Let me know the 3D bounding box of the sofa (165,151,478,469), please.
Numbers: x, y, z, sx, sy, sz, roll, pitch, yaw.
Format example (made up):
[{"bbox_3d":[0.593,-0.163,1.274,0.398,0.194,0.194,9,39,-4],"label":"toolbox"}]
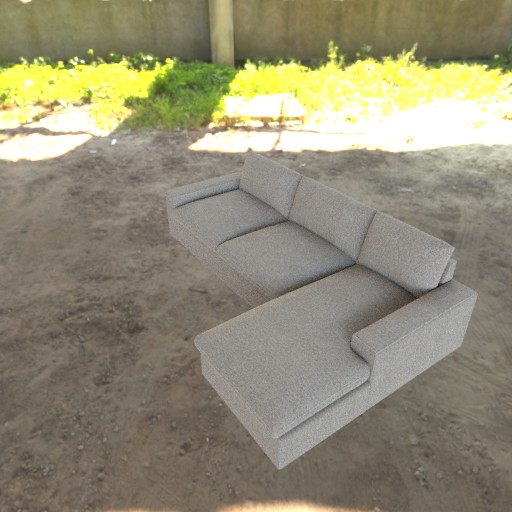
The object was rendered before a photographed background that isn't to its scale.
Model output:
[{"bbox_3d":[0.000,0.000,3.506,1.689,0.813,2.718,-20,37,-29],"label":"sofa"}]
